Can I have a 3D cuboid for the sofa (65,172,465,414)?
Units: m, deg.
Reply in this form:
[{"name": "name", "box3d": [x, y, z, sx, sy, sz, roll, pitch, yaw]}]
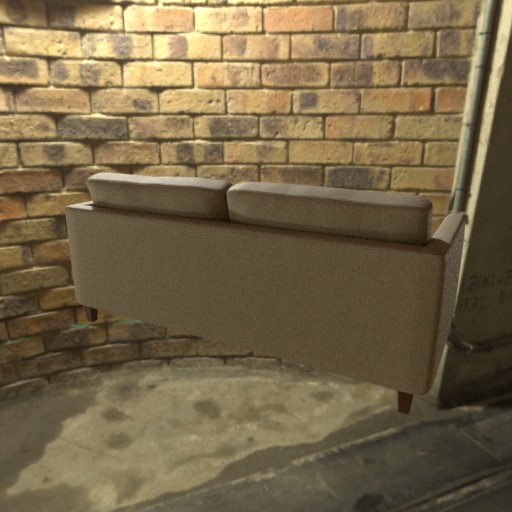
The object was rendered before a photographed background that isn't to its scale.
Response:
[{"name": "sofa", "box3d": [0.000, 0.000, 2.676, 2.208, 0.963, 0.956, 9, 19, 28]}]
